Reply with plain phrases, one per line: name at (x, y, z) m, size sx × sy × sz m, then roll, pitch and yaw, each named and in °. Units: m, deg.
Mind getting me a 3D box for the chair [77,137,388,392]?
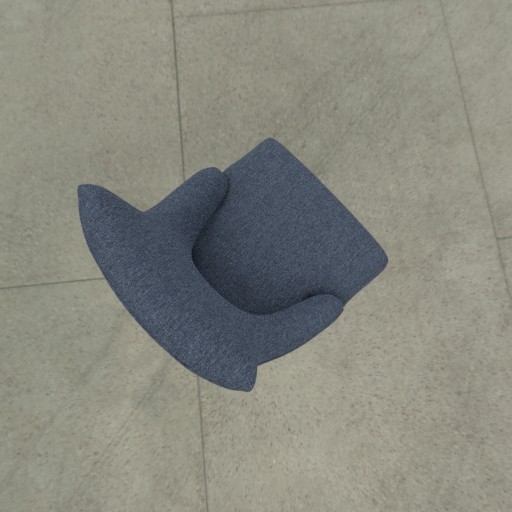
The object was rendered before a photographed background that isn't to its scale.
chair at (0.000, 0.000, 1.285) m, size 0.629 × 0.909 × 0.566 m, roll -40°, pitch 80°, yaw -9°
